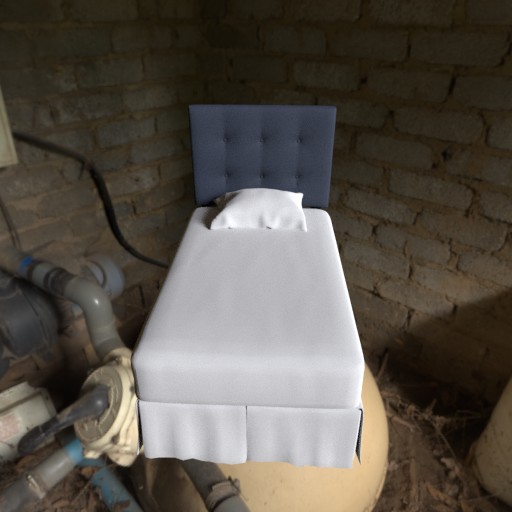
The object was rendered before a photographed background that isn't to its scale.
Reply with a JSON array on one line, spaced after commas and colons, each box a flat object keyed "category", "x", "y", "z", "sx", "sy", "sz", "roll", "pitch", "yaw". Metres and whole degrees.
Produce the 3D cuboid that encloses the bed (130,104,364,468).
[{"category": "bed", "x": 0.000, "y": 0.000, "z": 2.940, "sx": 1.261, "sy": 1.571, "sz": 1.997, "roll": 1, "pitch": 29, "yaw": 2}]
